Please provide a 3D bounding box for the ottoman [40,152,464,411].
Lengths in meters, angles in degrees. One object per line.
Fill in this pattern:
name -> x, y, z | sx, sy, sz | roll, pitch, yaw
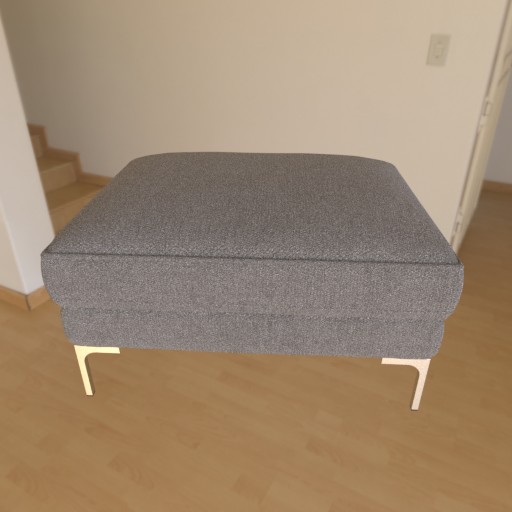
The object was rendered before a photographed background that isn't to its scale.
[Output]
ottoman -> 0.000, 0.000, 1.121 | 0.785, 0.464, 0.583 | 2, 29, 3
